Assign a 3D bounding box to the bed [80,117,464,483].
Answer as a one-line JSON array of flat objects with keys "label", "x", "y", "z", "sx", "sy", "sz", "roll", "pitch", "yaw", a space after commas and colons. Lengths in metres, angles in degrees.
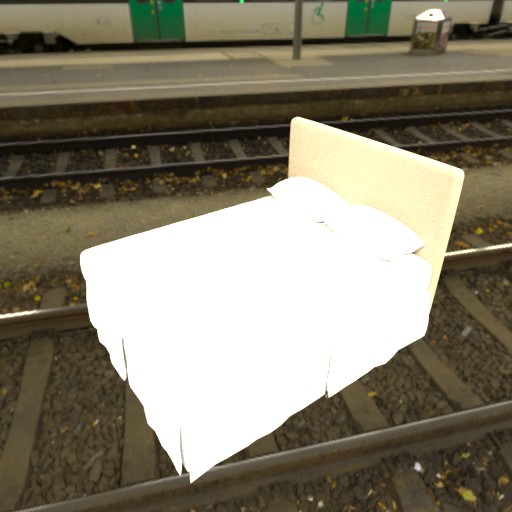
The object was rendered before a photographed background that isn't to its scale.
[{"label": "bed", "x": 0.000, "y": 0.000, "z": 3.142, "sx": 2.142, "sy": 1.330, "sz": 1.723, "roll": -20, "pitch": 37, "yaw": -29}]
